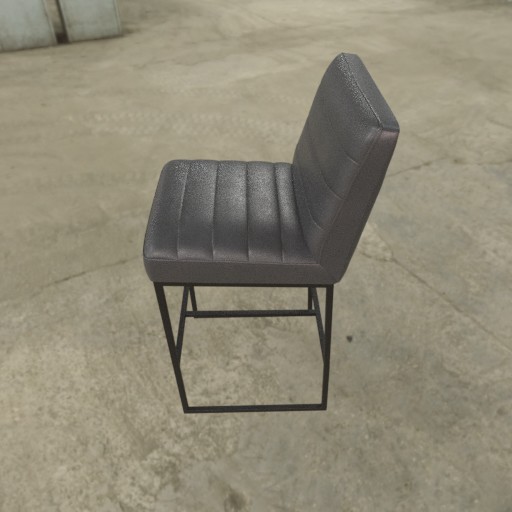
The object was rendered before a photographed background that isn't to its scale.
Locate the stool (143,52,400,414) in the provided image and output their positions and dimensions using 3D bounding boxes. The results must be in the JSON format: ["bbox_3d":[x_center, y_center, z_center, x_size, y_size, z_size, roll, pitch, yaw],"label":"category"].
[{"bbox_3d":[0.000,0.000,1.329,0.552,1.040,0.457,-1,42,-1],"label":"stool"}]
